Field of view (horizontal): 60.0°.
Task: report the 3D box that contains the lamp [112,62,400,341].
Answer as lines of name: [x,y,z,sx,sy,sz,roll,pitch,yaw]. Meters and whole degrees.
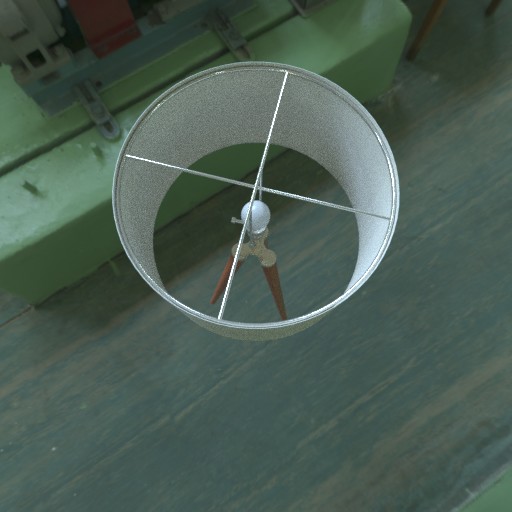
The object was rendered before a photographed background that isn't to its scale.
lamp: [0.000,0.000,0.891,0.355,0.709,0.354,-34,78,-8]
